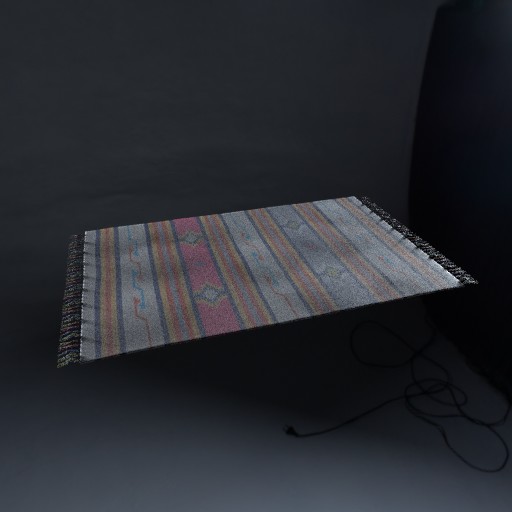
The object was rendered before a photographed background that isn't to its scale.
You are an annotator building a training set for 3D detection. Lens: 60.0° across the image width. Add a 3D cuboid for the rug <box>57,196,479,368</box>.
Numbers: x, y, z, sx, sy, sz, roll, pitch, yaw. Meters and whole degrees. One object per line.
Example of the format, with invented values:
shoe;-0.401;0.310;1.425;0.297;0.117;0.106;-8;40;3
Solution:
rug;0.000;0.000;2.275;1.849;0.013;1.084;-9;32;-15
